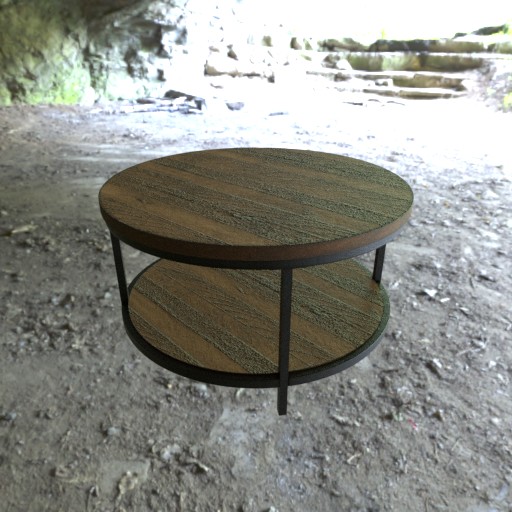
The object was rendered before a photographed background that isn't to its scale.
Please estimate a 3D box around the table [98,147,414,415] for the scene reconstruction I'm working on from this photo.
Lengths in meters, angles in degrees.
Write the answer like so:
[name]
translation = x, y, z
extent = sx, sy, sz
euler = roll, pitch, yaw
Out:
[table]
translation = 0.000, 0.000, 1.337
extent = 0.837, 0.462, 0.837
euler = 0, 27, 0
